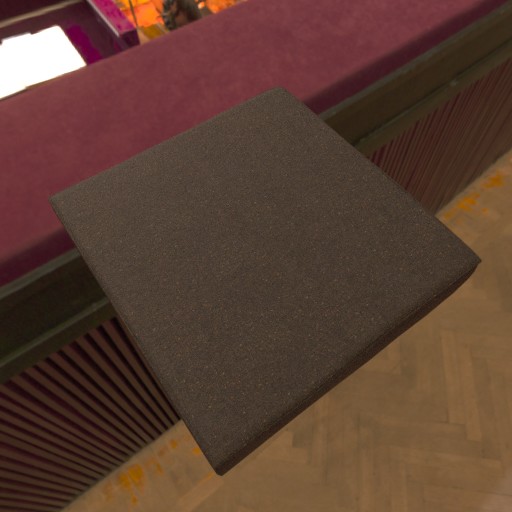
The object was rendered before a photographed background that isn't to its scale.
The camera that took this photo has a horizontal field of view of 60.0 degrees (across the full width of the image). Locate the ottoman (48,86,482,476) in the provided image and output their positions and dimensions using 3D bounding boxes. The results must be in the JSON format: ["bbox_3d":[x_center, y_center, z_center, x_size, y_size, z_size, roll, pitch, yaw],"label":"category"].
[{"bbox_3d":[0.000,0.000,1.522,0.968,0.382,1.004,-32,63,-18],"label":"ottoman"}]
